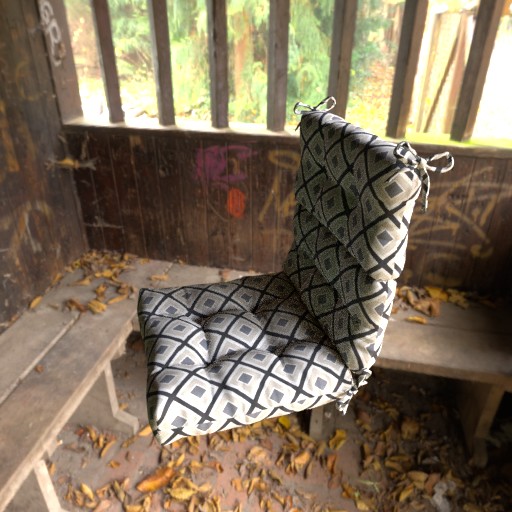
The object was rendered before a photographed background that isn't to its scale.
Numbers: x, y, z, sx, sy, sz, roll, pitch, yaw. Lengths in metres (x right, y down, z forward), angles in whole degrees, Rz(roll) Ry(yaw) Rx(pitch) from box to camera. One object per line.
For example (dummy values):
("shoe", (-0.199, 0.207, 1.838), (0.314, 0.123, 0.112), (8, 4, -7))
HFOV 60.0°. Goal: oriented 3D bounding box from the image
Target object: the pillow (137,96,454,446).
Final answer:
("pillow", (0.000, 0.000, 1.017), (0.571, 0.605, 0.519), (-8, 31, -14))
